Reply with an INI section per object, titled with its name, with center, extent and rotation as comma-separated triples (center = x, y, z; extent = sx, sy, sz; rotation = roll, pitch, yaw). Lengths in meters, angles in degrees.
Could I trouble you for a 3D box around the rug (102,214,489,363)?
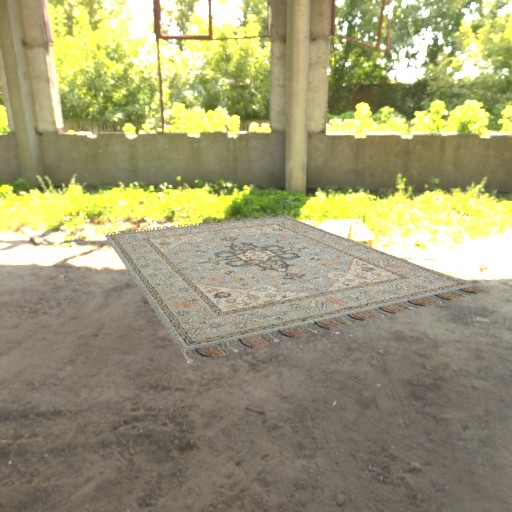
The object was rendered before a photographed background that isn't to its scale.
[rug]
center = 0.000, 0.000, 2.274
extent = 1.278, 0.009, 1.730
rotation = -8, 19, -25
